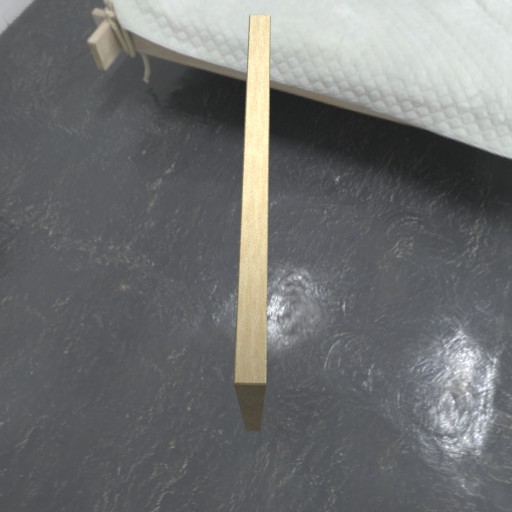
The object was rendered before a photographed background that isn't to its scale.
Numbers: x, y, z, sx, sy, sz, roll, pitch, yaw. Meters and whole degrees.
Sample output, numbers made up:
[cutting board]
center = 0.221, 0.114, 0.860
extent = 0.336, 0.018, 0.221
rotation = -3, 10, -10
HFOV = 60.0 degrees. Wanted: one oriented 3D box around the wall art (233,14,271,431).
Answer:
[wall art]
center = 0.000, 0.000, 0.736
extent = 0.030, 0.506, 0.503
rotation = 1, 64, 1
